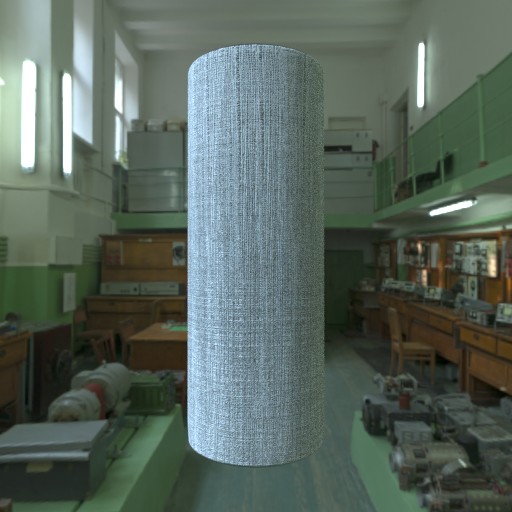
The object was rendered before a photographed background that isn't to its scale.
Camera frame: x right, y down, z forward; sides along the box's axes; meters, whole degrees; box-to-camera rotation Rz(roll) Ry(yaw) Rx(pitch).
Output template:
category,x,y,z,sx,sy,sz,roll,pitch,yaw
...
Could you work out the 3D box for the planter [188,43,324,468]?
category,x,y,z,sx,sy,sz,roll,pitch,yaw
planter,0.000,0.000,0.329,0.100,0.270,0.100,0,0,-1
